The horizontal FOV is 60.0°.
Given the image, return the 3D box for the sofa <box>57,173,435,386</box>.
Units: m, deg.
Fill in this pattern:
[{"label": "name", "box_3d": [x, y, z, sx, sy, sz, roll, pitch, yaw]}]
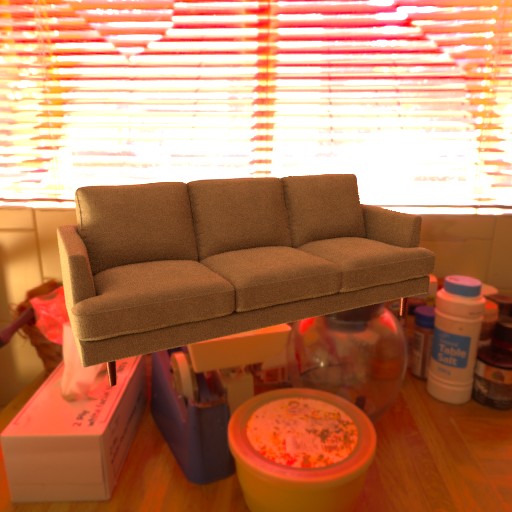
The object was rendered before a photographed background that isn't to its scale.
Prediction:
[{"label": "sofa", "box_3d": [0.000, 0.000, 2.799, 2.246, 0.930, 0.903, -8, 17, -26]}]
